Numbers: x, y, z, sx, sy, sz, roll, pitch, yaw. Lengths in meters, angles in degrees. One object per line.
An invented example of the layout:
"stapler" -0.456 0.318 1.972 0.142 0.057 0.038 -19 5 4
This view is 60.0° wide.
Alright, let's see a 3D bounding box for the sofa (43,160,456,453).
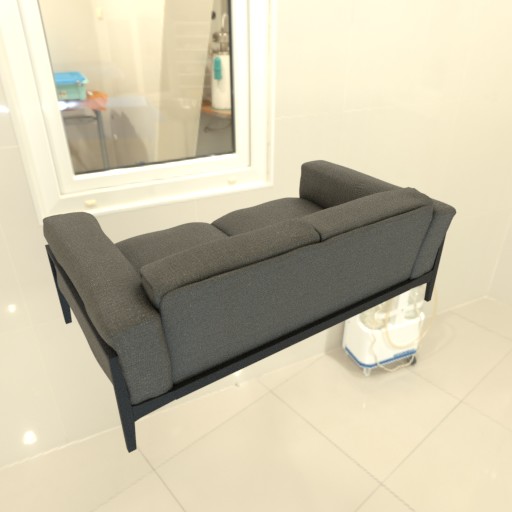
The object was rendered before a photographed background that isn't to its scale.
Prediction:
"sofa" 0.000 0.000 2.128 1.690 0.656 0.960 -18 34 -29
